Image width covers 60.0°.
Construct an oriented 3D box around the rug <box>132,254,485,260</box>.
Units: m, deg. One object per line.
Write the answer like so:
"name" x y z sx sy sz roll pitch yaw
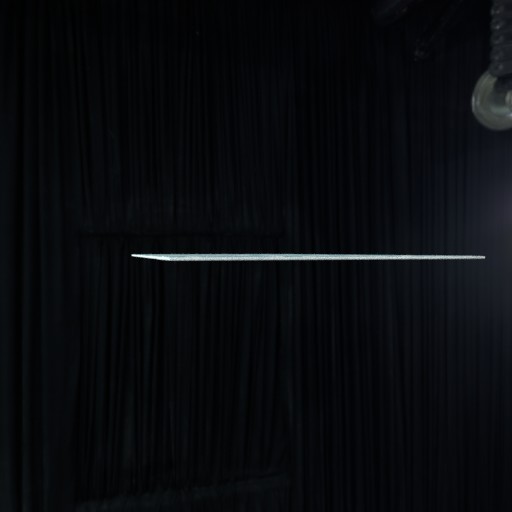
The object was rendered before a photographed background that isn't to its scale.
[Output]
"rug" 0.000 0.000 3.063 1.528 0.015 2.443 0 0 -19
